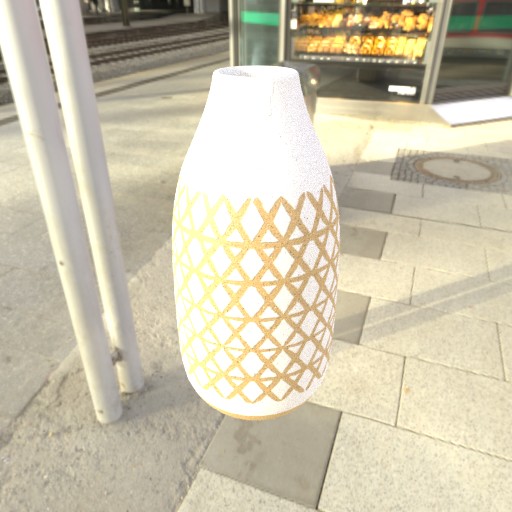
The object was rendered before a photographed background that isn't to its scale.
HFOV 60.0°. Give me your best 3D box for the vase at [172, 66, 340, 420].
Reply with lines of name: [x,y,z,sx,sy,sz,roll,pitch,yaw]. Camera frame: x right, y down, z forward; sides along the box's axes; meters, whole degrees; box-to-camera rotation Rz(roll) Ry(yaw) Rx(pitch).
vase: [0.000,0.000,0.489,0.186,0.380,0.186,0,30,0]
